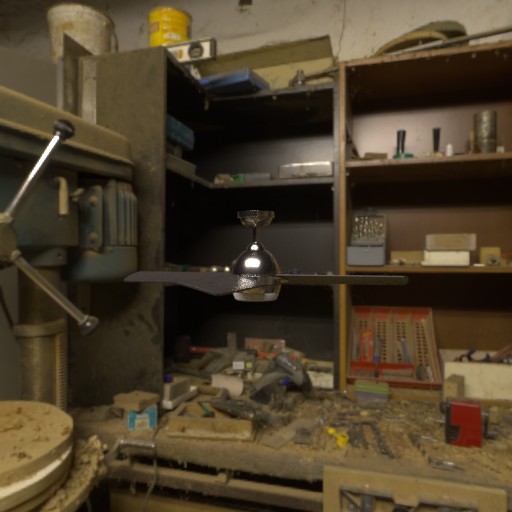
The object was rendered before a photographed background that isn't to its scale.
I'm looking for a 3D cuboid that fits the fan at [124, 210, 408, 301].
[{"bbox_3d":[0.000,0.000,2.047,1.332,0.403,1.332,0,0,17],"label":"fan"}]
